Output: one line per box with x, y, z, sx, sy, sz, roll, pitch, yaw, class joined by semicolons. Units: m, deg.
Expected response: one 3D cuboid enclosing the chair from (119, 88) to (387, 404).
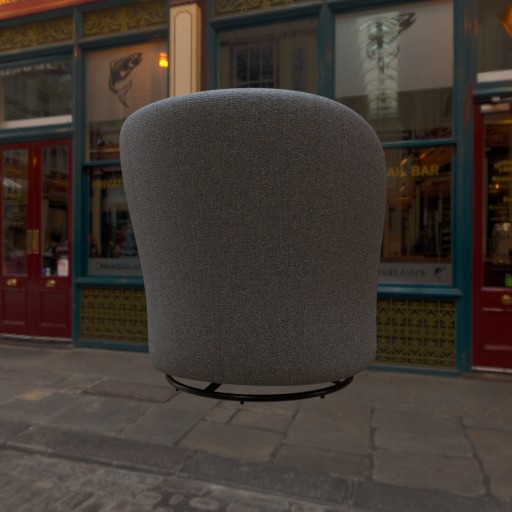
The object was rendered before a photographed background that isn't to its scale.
0.000;0.000;1.398;0.791;0.771;0.815;0;-1;17;chair
